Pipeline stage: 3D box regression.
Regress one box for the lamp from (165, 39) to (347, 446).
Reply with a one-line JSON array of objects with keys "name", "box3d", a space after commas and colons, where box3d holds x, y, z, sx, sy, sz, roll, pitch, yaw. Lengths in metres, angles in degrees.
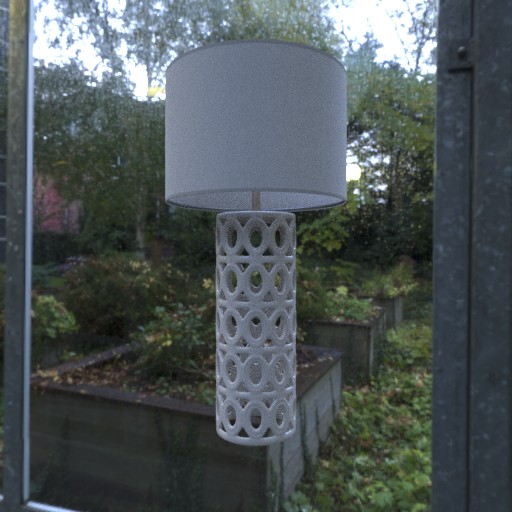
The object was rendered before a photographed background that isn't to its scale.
[{"name": "lamp", "box3d": [0.000, 0.000, 0.812, 0.324, 0.636, 0.325, 0, 0, 36]}]
